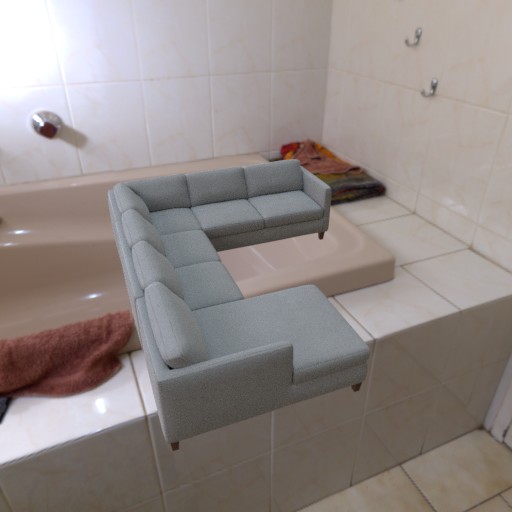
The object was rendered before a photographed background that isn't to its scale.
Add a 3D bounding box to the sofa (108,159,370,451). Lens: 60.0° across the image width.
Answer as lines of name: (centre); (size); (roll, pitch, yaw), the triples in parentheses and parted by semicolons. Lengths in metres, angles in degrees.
sofa: (0.000, 0.000, 4.451); (2.551, 0.853, 3.238); (-11, 33, -18)
